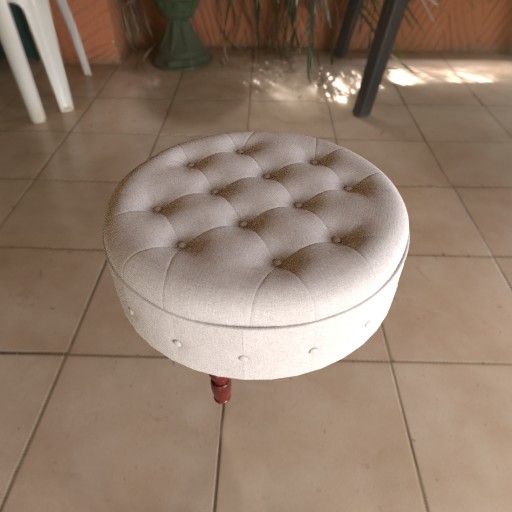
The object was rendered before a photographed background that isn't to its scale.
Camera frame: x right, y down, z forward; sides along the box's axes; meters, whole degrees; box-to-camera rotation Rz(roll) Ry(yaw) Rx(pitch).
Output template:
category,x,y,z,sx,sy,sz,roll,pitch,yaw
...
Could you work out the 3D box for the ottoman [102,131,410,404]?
category,x,y,z,sx,sy,sz,roll,pitch,yaw
ottoman,0.000,0.000,1.373,0.849,0.478,0.849,0,42,0
